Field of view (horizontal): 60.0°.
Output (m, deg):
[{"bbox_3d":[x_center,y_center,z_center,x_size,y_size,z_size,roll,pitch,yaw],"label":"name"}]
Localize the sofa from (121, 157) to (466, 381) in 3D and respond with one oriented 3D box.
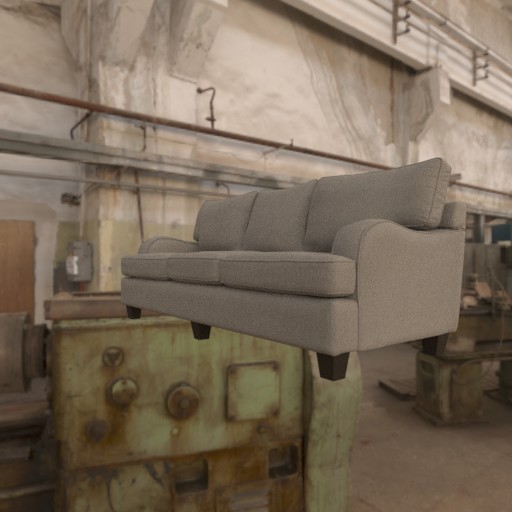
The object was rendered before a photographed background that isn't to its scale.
[{"bbox_3d":[0.000,0.000,2.894,1.016,0.991,2.323,0,0,-37],"label":"sofa"}]
